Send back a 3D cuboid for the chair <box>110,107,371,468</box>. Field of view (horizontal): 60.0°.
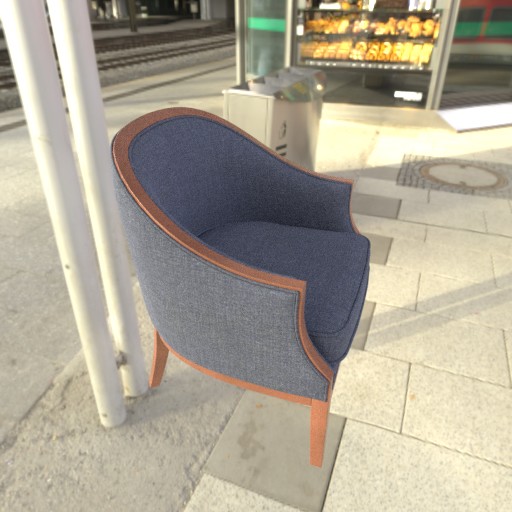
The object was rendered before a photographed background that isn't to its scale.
[{"bbox_3d":[0.000,0.000,1.475,0.735,0.876,0.803,10,31,17],"label":"chair"}]
